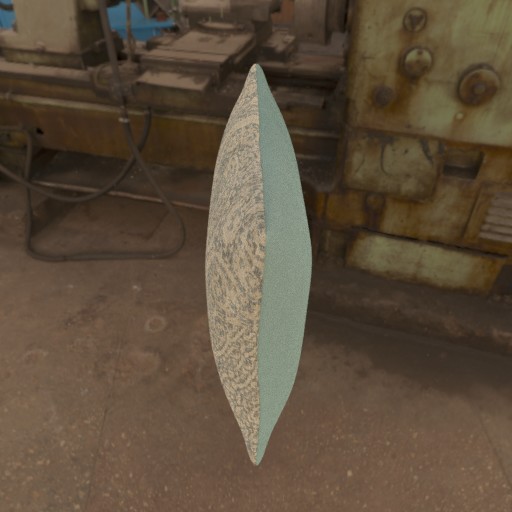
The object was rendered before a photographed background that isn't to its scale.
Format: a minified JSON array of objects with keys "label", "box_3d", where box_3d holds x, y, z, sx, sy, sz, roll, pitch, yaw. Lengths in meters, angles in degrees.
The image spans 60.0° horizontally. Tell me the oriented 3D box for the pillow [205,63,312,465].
[{"label":"pillow","box_3d":[0.000,0.000,0.796,0.166,0.507,0.526,-1,41,-1]}]
